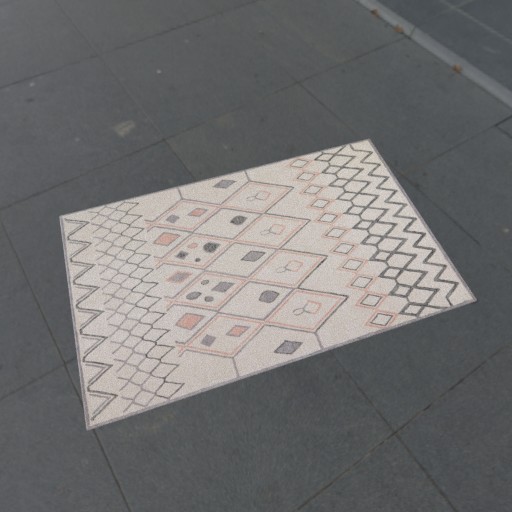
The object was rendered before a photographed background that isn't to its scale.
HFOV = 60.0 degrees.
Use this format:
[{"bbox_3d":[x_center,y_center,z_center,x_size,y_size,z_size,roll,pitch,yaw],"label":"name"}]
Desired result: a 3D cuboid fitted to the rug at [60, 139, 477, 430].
[{"bbox_3d":[0.000,0.000,2.979,2.438,0.015,1.524,-16,59,-10],"label":"rug"}]
